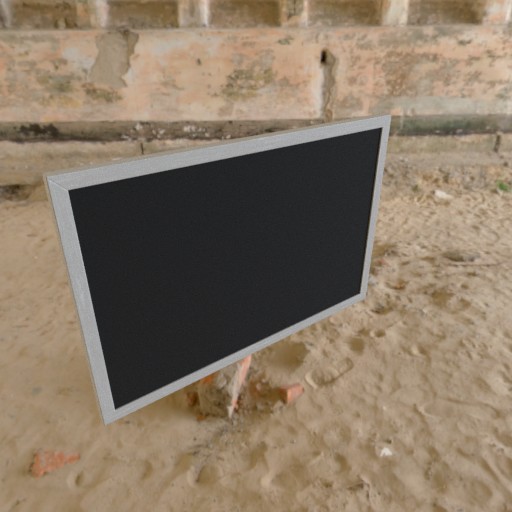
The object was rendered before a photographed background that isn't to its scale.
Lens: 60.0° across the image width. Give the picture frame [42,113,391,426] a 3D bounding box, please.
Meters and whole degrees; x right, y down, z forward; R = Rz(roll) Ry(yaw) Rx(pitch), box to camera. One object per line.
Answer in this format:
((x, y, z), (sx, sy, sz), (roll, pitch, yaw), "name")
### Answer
((0.000, 0.000, 1.201), (0.950, 0.640, 0.029), (-19, 34, -31), "picture frame")
